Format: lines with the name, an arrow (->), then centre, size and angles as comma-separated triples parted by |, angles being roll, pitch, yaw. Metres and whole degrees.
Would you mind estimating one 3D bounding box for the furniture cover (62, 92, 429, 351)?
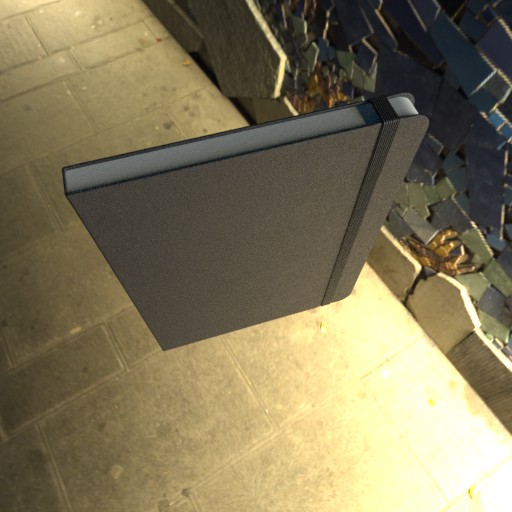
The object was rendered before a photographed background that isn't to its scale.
furniture cover -> 0.000, 0.000, 0.375 | 0.216, 0.281, 0.023 | -15, 62, -8
